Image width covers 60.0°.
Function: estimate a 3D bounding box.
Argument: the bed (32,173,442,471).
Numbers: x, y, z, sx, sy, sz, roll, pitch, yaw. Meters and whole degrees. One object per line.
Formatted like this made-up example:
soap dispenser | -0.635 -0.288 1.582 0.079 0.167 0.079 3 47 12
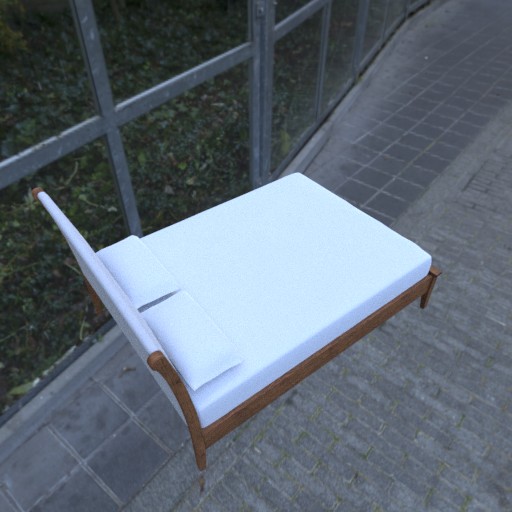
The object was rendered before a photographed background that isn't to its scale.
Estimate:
bed | 0.000 0.000 2.922 2.108 1.135 1.502 -27 48 -27
